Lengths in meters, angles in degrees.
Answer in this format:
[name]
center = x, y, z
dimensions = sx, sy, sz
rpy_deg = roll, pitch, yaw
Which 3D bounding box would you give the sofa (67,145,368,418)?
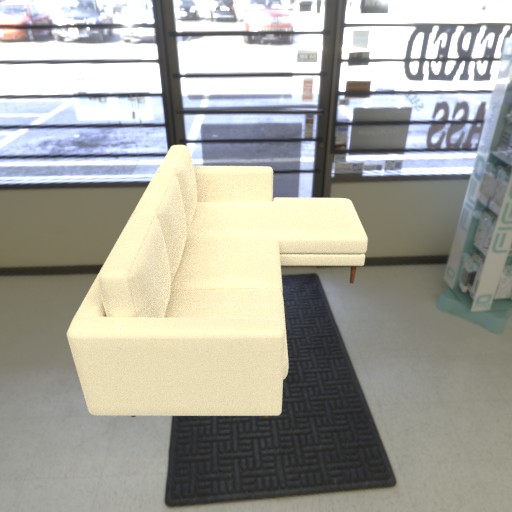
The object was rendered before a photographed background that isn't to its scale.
[sofa]
center = 0.000, 0.000, 2.796
dimensions = 1.580, 0.899, 2.029
rpy_deg = 0, 31, 0
